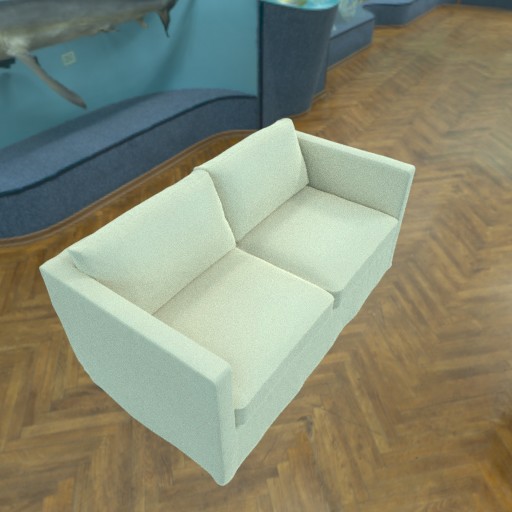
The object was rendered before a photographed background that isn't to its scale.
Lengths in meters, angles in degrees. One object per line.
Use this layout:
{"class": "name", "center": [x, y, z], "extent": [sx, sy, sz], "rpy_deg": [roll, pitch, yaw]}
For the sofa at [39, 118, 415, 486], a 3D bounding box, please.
{"class": "sofa", "center": [0.000, 0.000, 2.290], "extent": [0.962, 0.834, 1.746], "rpy_deg": [25, 46, 27]}
